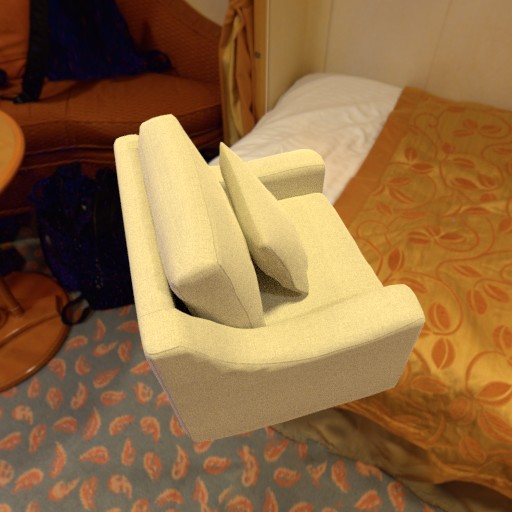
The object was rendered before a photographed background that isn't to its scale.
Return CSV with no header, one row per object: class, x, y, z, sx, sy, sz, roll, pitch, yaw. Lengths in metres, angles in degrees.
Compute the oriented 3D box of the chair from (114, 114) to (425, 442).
chair,0.000,0.000,1.965,1.009,1.016,1.178,-12,48,-11
